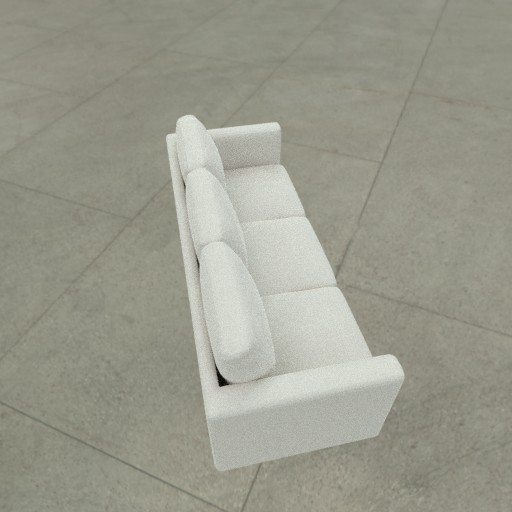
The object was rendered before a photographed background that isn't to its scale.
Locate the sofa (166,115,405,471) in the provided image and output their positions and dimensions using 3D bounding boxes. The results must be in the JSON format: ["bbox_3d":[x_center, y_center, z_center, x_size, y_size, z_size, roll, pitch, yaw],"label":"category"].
[{"bbox_3d":[0.000,0.000,2.510,0.802,0.912,2.029,-9,46,-9],"label":"sofa"}]
